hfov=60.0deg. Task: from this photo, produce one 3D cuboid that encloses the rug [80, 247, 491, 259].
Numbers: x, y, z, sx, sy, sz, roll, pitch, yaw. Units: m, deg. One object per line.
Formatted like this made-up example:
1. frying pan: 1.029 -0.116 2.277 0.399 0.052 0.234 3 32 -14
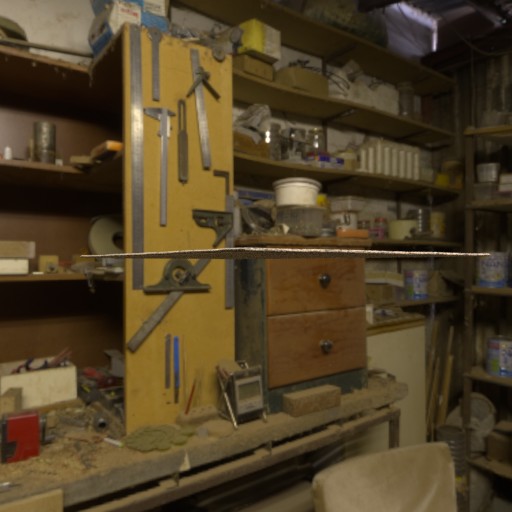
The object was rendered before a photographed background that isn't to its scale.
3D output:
1. rug: 0.000 0.000 4.210 2.414 0.036 3.199 1 -1 -35
